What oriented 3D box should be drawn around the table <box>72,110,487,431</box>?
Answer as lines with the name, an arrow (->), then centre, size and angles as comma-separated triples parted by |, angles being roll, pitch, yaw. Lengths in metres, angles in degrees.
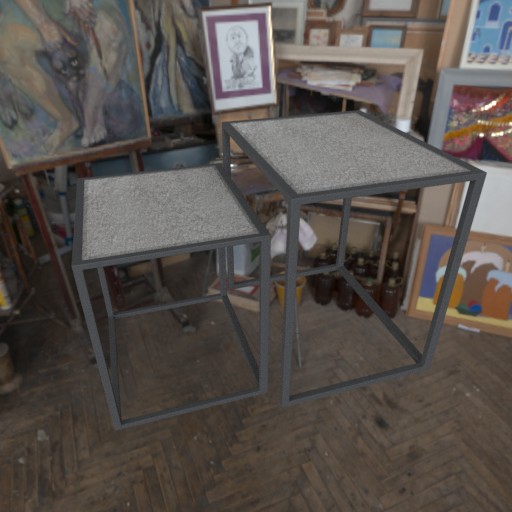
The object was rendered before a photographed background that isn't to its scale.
table -> 0.000, 0.000, 1.115 | 0.788, 0.540, 0.508 | -10, 33, -15
